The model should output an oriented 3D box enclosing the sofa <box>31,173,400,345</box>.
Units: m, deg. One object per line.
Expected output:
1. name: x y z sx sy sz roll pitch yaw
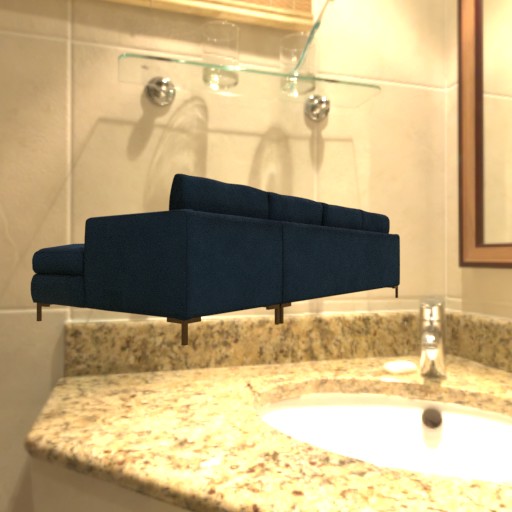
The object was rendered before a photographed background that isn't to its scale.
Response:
1. sofa: 0.000 0.000 3.518 1.350 0.810 2.932 0 0 36
